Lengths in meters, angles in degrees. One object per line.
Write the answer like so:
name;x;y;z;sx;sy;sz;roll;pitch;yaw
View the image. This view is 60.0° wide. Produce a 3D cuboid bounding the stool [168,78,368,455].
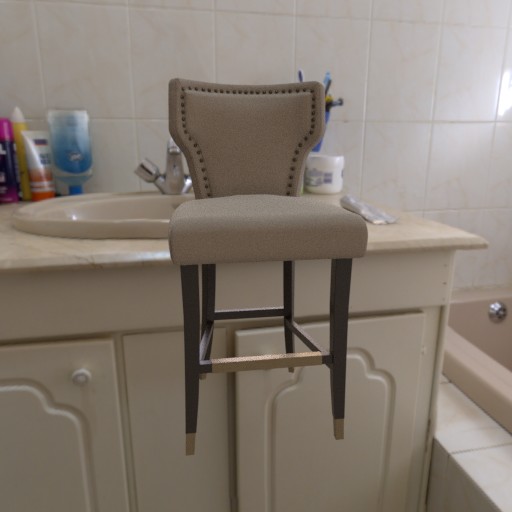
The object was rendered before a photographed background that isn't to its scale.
stool;0.000;0.000;1.413;0.526;1.092;0.563;-2;15;-8
